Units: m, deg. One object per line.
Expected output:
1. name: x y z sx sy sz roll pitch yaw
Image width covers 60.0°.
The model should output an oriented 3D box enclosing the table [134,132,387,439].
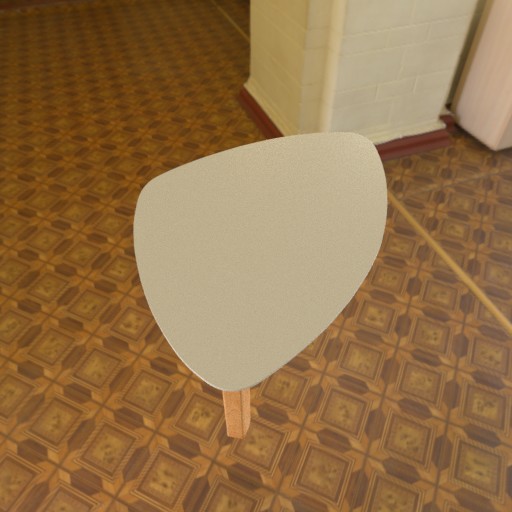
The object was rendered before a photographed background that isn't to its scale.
1. table: 0.000 0.000 1.668 0.850 0.440 1.250 18 49 16
